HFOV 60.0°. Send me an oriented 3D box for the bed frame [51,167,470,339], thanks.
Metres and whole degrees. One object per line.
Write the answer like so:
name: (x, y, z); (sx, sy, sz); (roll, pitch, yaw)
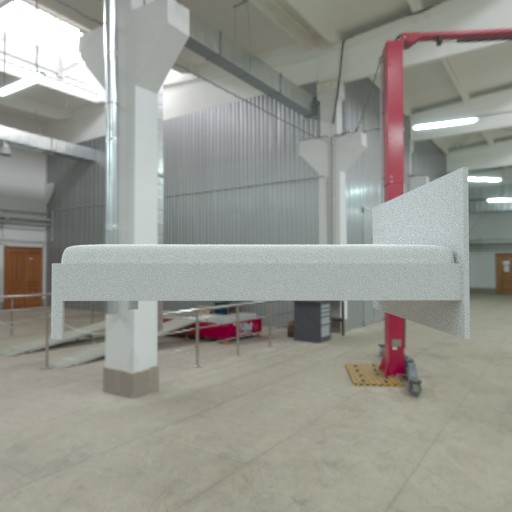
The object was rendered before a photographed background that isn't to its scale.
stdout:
bed frame: (0.000, 0.000, 2.785); (1.950, 0.800, 1.490); (0, -1, -1)
